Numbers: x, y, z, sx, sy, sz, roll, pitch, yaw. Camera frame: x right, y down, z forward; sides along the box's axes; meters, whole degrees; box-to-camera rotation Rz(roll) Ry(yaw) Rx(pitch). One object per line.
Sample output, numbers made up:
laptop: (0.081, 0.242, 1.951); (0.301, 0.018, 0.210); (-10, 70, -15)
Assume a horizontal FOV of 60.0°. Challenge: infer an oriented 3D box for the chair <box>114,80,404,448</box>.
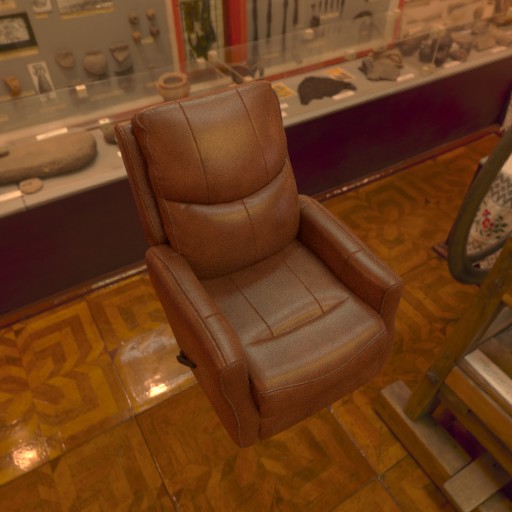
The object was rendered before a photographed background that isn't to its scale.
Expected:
chair: (0.000, 0.000, 1.764); (0.821, 1.016, 1.072); (-22, 50, -20)
